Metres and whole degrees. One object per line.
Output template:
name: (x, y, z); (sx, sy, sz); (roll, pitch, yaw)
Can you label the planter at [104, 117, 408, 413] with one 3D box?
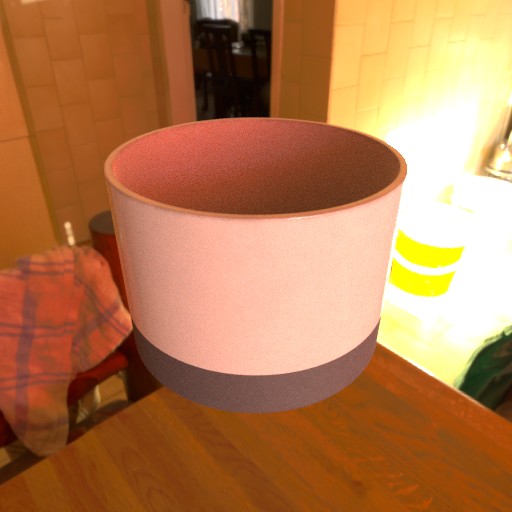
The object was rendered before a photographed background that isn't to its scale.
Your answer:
planter: (0.000, 0.000, 0.221); (0.128, 0.105, 0.128); (0, 31, 0)
